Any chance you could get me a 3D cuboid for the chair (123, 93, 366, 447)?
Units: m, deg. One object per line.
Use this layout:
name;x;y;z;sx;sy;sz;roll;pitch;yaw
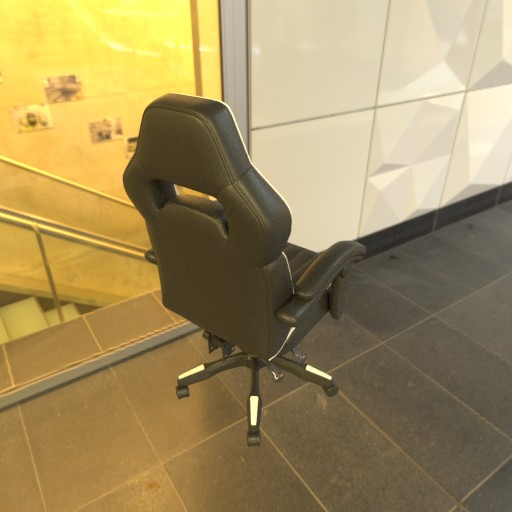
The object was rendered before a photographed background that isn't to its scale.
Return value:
chair;0.000;0.000;1.611;0.676;1.200;0.700;21;37;31
